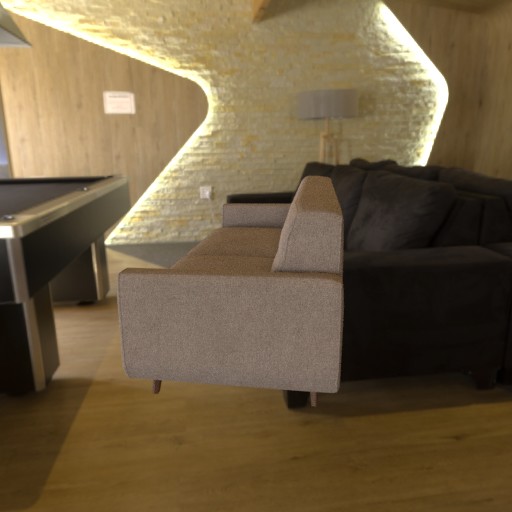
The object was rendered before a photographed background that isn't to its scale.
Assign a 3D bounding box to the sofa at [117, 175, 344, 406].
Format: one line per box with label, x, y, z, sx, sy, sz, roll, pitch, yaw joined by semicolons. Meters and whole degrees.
sofa;0.000;0.000;2.623;0.909;0.841;2.029;2;14;8
